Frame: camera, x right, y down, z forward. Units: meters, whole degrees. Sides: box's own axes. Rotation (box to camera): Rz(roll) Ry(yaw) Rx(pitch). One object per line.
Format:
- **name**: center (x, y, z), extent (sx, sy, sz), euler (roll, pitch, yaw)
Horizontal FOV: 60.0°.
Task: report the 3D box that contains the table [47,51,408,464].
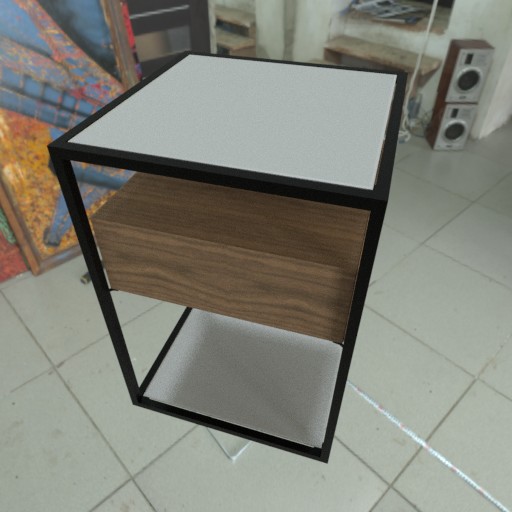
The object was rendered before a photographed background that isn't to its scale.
- **table**: center (0.000, 0.000, 0.770), extent (0.378, 0.540, 0.378), euler (11, 42, 13)
